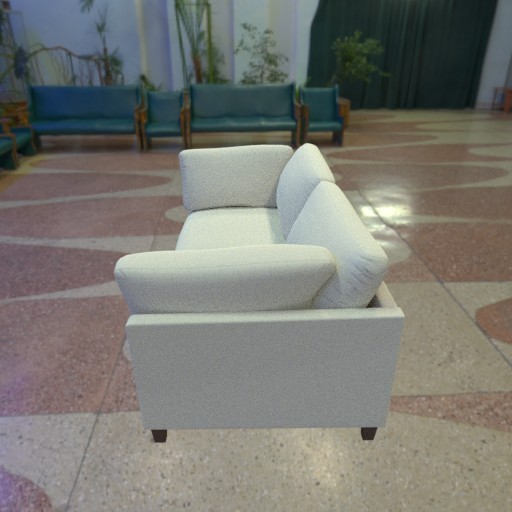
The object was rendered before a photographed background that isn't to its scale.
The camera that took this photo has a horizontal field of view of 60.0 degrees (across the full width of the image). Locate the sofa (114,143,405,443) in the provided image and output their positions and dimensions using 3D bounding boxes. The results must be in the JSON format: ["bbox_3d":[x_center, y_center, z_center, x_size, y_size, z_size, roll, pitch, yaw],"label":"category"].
[{"bbox_3d":[0.000,0.000,2.319,0.970,0.836,1.776,0,27,-1],"label":"sofa"}]
